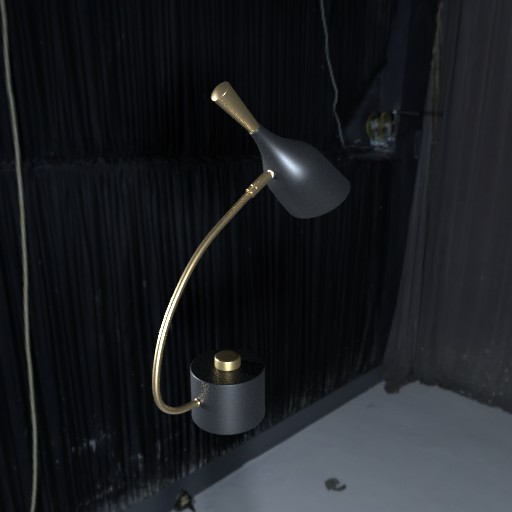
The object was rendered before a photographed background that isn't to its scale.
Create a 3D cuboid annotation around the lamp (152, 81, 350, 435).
[{"bbox_3d":[0.000,0.000,0.641,0.352,0.464,0.110,-13,20,-40],"label":"lamp"}]
